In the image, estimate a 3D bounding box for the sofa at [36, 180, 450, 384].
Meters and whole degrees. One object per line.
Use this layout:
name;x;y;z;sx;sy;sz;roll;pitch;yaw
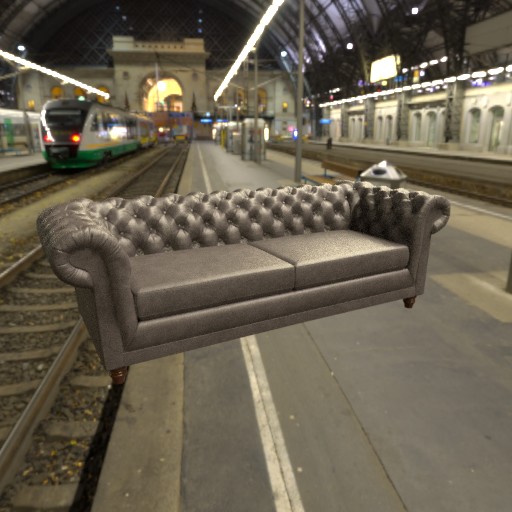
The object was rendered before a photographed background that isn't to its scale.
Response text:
sofa;0.000;0.000;2.766;2.385;0.783;0.944;-8;18;-28
